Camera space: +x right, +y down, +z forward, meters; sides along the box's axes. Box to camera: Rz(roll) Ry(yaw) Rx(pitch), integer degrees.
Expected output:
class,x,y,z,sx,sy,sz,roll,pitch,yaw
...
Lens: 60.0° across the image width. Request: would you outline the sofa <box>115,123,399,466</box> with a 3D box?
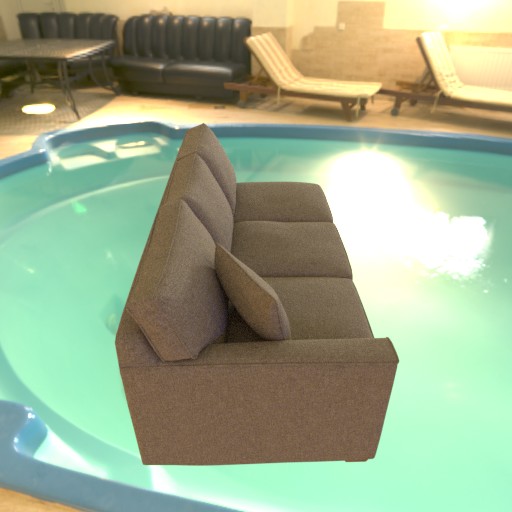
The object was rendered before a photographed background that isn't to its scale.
class,x,y,z,sx,sy,sz,roll,pitch,yaw
sofa,0.000,0.000,2.471,1.034,0.946,1.963,-1,33,-1
